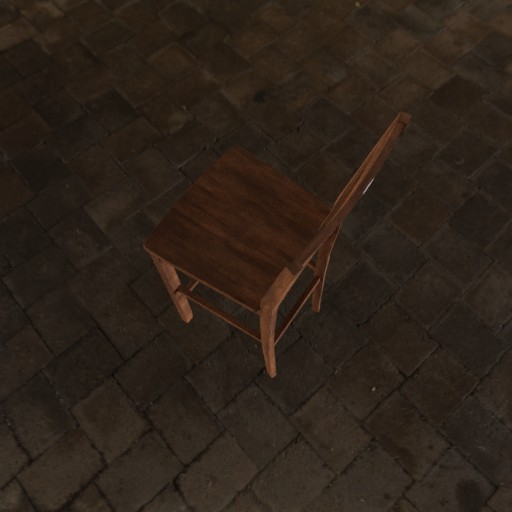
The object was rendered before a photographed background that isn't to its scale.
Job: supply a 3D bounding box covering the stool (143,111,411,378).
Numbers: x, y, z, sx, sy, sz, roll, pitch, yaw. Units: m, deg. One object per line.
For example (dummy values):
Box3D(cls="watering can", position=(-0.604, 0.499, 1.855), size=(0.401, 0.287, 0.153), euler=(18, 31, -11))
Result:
Box3D(cls="stool", position=(0.000, 0.000, 1.366), size=(0.487, 1.105, 0.433), euler=(32, 68, 15))
